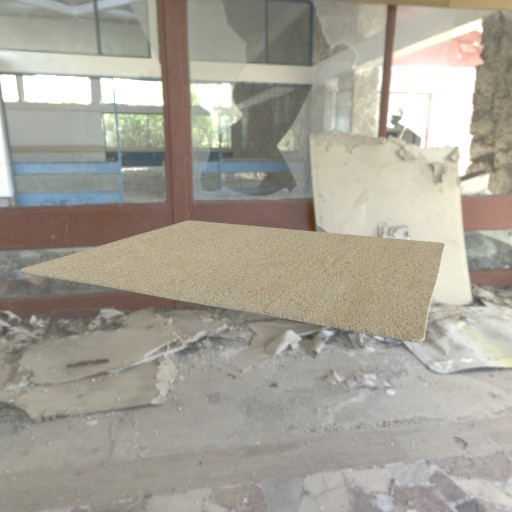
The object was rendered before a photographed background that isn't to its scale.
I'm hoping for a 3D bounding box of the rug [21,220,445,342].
[{"bbox_3d":[0.000,0.000,3.922,3.001,0.025,2.401,7,16,24],"label":"rug"}]
